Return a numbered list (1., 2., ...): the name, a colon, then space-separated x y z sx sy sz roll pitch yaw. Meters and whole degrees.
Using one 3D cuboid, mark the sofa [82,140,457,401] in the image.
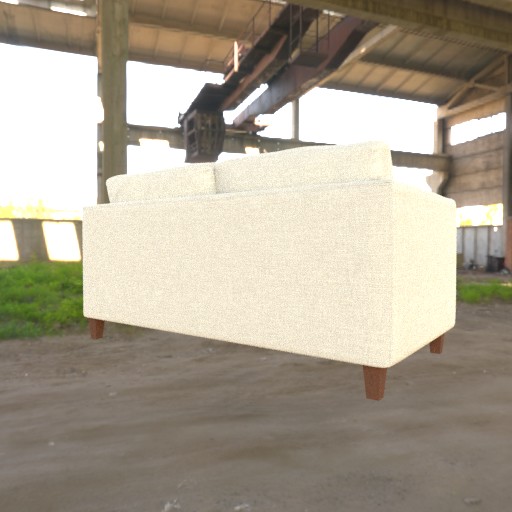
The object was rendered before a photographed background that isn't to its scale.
1. sofa: 0.000 0.000 2.388 1.838 0.963 0.950 1 2 37
